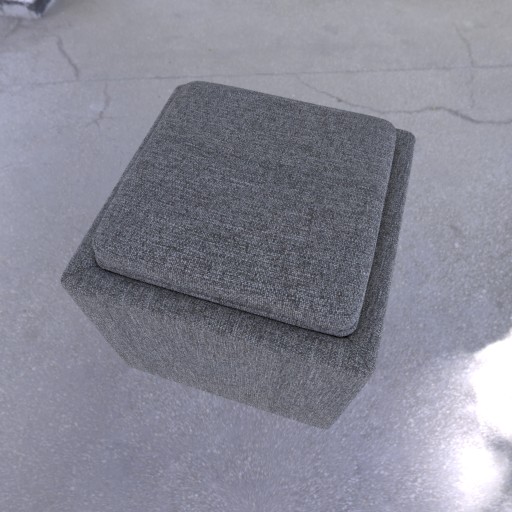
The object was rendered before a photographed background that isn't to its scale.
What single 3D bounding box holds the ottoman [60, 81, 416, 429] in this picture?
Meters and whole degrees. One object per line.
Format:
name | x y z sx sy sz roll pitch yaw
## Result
ottoman | 0.000 0.000 0.838 0.450 0.460 0.450 15 60 9
